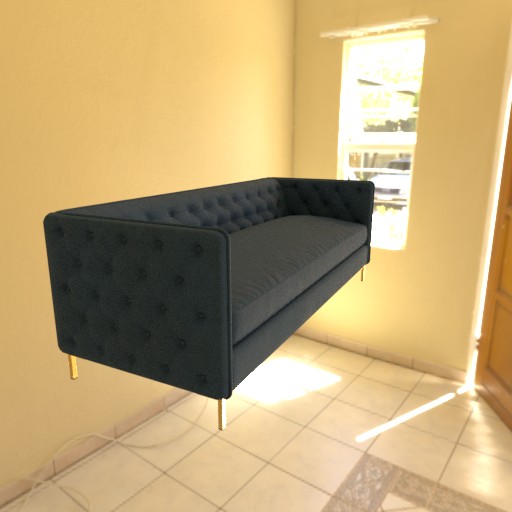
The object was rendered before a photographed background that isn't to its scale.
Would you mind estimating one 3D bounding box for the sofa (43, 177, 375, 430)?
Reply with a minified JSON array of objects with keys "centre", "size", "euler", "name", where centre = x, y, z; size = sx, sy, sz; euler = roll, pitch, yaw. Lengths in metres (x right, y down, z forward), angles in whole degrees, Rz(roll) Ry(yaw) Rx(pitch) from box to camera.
[{"centre":[0.000,0.000,2.645],"size":[0.895,0.771,2.209],"euler":[7,16,27],"name":"sofa"}]
